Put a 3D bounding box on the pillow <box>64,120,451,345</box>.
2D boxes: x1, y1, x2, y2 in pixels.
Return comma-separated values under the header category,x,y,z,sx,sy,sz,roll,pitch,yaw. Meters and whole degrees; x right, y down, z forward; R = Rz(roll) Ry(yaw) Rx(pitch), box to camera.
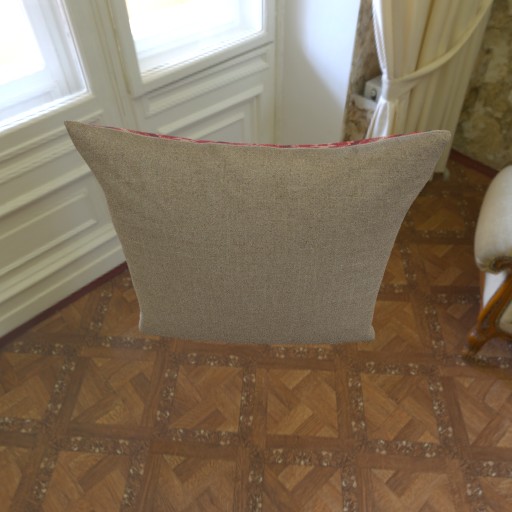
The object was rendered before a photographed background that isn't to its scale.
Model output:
category,x,y,z,sx,sy,sz,roll,pitch,yaw
pillow,0.000,0.000,0.772,0.513,0.511,0.158,2,48,1
